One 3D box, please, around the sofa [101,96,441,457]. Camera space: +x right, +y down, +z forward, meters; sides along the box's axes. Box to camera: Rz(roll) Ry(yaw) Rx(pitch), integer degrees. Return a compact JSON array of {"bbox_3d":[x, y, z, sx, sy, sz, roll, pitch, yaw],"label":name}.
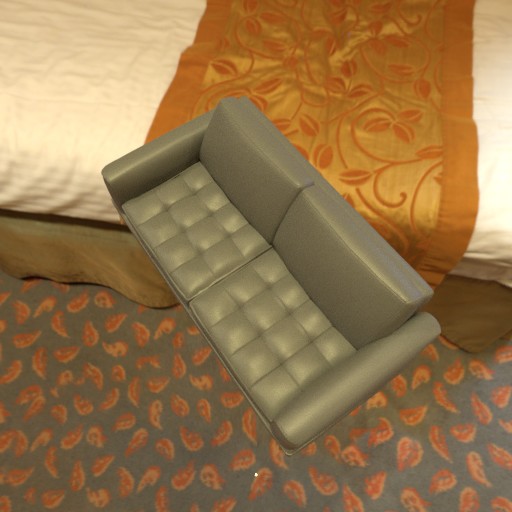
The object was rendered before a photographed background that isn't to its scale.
[{"bbox_3d":[0.000,0.000,2.840,1.121,0.930,2.177,-33,68,-15],"label":"sofa"}]
